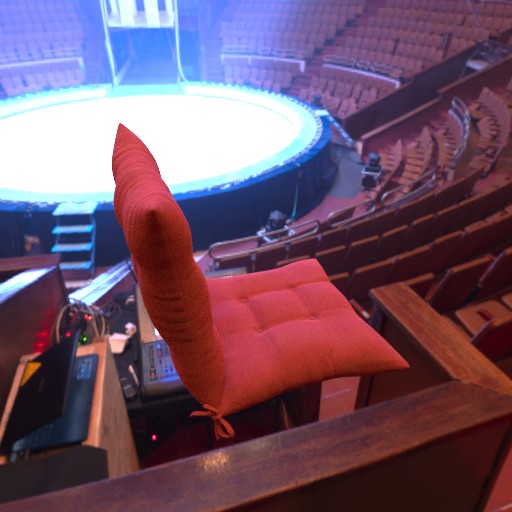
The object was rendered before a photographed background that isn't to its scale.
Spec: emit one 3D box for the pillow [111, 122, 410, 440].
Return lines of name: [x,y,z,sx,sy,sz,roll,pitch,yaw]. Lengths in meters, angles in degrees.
pillow: [0.000,0.000,1.029,0.585,0.536,0.541,-10,32,-17]
